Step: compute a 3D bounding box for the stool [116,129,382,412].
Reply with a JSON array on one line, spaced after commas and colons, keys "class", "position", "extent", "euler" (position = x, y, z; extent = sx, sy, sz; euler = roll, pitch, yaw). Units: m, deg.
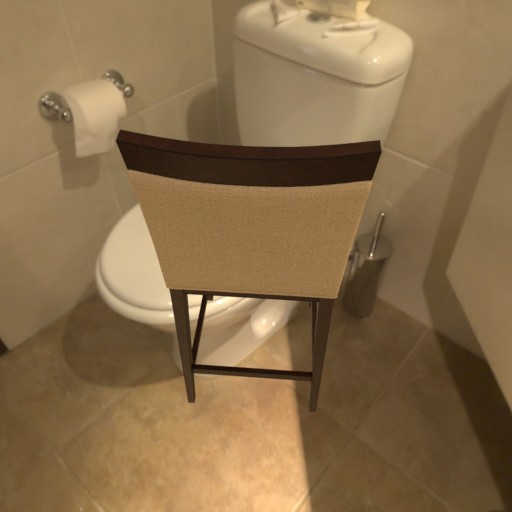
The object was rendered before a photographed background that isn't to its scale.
[{"class": "stool", "position": [0.000, 0.000, 1.402], "extent": [0.511, 1.117, 0.531], "euler": [3, 47, 3]}]
